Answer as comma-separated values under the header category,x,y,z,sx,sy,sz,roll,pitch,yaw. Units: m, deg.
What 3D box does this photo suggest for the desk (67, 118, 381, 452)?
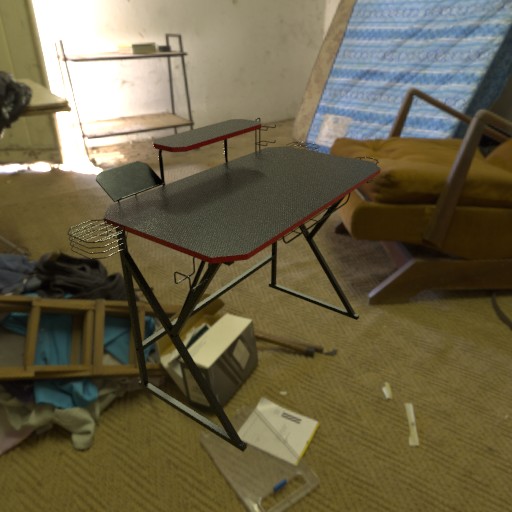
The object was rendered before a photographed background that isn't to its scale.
category,x,y,z,sx,sy,sz,roll,pitch,yaw
desk,0.000,0.000,1.741,0.588,0.913,1.280,19,34,31
